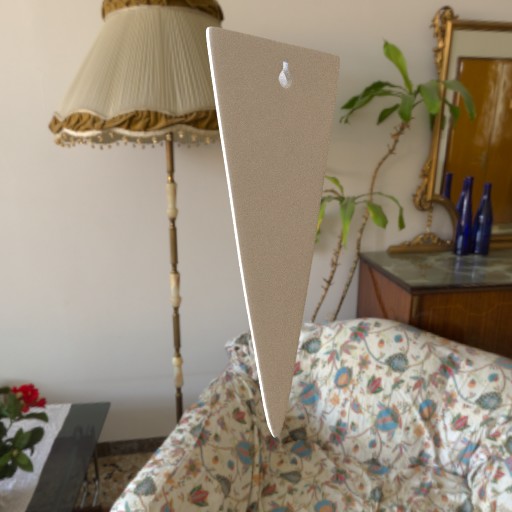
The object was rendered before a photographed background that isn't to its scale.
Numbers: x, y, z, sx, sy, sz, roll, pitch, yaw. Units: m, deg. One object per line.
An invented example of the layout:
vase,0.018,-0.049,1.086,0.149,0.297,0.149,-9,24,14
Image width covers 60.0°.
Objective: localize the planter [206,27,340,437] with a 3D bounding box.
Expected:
planter,0.000,0.000,0.392,0.143,0.338,0.065,-14,20,-43
